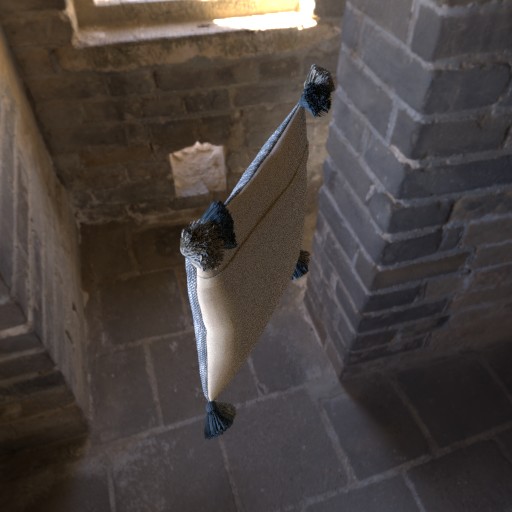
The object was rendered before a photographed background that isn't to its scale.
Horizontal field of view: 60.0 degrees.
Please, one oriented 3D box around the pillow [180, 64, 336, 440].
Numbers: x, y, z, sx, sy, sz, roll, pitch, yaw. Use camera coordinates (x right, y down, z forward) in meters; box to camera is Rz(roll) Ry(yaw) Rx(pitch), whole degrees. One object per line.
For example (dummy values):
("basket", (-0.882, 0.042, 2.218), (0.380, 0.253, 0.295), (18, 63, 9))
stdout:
("pillow", (0.000, 0.000, 0.947), (0.138, 0.634, 0.614), (19, 50, 17))
